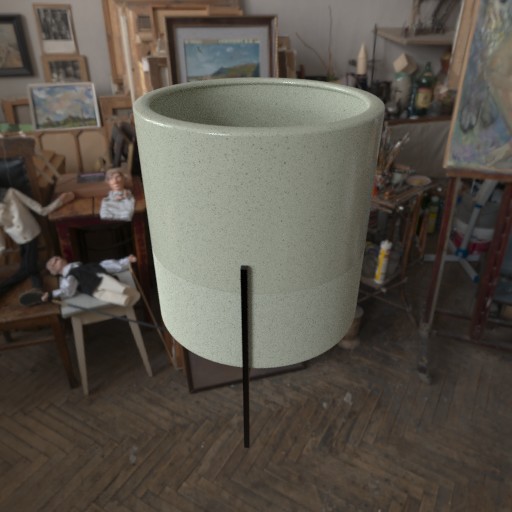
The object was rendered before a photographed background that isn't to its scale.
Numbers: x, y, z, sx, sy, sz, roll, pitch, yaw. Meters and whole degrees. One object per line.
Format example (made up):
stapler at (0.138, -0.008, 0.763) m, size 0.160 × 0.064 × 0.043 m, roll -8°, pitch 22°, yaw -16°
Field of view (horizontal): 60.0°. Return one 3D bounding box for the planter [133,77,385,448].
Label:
planter at (0.000, 0.000, 0.690) m, size 0.323 × 0.475 × 0.314 m, roll 21°, pitch 37°, yaw 31°
